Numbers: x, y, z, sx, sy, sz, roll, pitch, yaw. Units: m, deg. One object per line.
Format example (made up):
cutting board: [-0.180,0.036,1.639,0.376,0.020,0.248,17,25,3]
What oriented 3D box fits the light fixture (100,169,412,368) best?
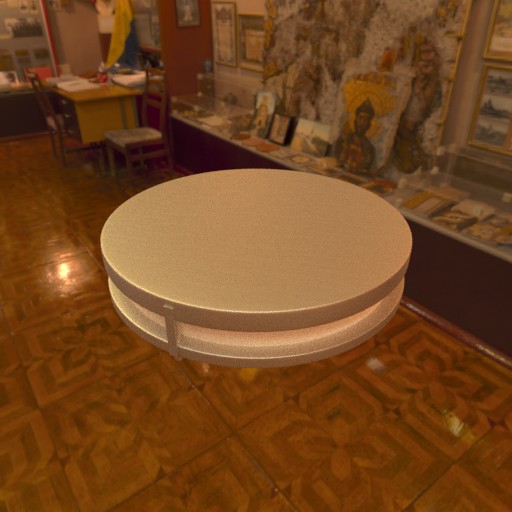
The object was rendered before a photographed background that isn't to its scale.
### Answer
light fixture: [0.000,0.000,0.551,0.356,0.102,0.356,0,31,0]
